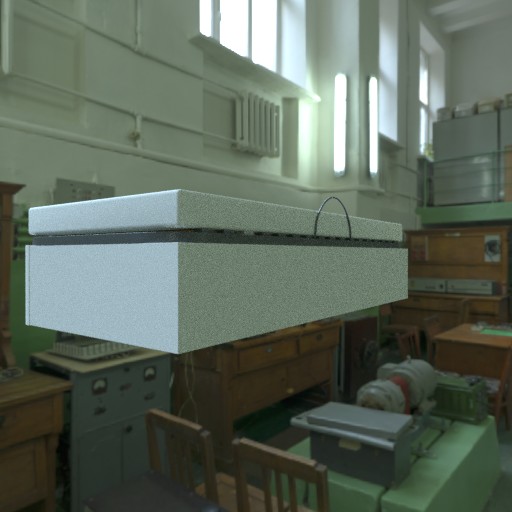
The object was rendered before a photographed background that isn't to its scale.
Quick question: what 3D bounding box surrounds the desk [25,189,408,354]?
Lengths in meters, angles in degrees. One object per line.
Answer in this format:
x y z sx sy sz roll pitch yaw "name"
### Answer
0.000 0.000 2.228 0.900 0.526 1.900 0 0 37 "desk"
